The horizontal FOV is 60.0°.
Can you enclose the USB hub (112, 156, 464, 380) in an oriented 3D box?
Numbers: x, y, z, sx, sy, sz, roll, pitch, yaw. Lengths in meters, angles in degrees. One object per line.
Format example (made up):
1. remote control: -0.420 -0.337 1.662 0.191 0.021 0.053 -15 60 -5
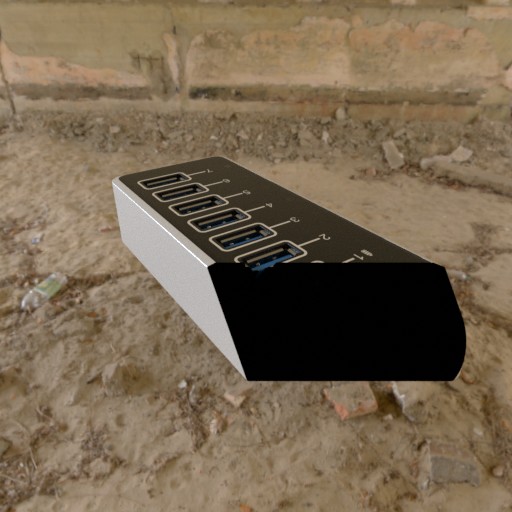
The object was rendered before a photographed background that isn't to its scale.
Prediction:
1. USB hub: 0.000 0.000 0.125 0.044 0.023 0.110 -19 36 -29
